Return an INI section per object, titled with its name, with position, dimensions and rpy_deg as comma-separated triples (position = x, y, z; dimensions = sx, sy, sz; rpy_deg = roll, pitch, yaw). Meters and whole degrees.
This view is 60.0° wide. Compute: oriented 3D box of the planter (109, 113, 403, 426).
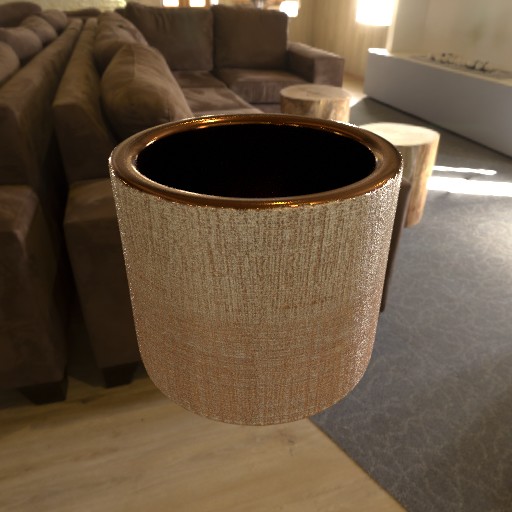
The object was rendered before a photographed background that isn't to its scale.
[planter]
position = 0.000, 0.000, 0.311
dimensions = 0.177, 0.157, 0.177
rpy_deg = 0, 31, 0
